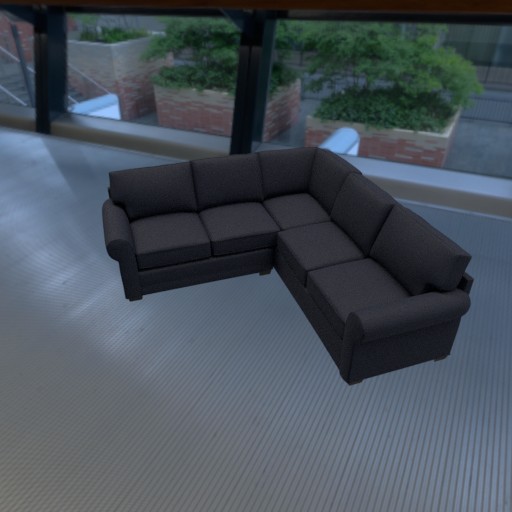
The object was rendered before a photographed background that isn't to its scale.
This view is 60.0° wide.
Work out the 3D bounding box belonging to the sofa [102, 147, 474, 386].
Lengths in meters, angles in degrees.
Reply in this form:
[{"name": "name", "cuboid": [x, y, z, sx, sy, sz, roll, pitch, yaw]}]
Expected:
[{"name": "sofa", "cuboid": [0.000, 0.000, 3.905, 2.487, 1.042, 2.562, -10, 34, -15]}]
